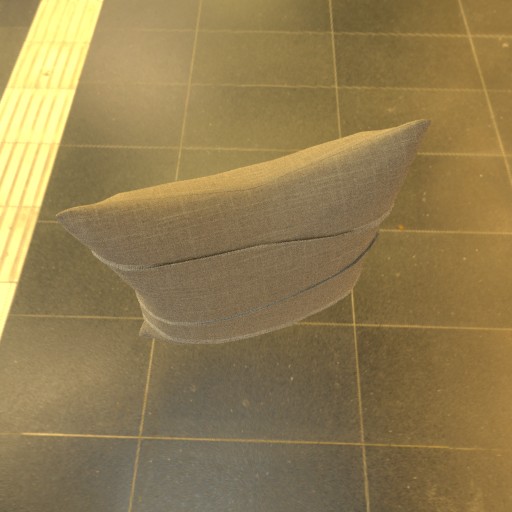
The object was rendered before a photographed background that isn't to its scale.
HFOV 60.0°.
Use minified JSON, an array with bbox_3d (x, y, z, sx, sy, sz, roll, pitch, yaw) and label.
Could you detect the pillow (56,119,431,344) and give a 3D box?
[{"bbox_3d":[0.000,0.000,0.632,0.424,0.400,0.169,-16,64,-8],"label":"pillow"}]
